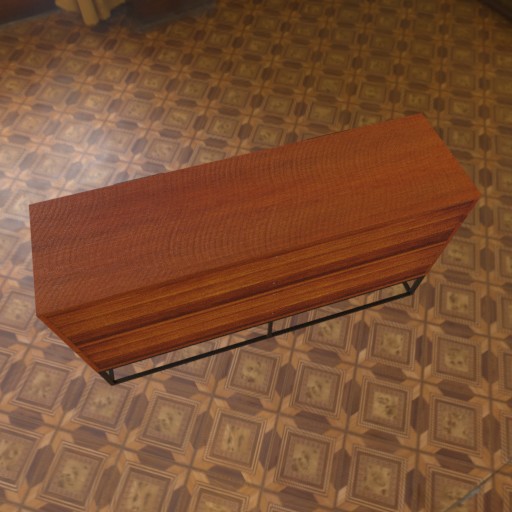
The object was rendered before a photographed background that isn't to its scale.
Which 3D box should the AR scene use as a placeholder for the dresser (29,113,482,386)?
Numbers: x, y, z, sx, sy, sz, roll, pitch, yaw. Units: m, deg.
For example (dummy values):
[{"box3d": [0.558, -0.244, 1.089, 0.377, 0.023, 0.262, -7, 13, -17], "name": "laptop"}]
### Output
[{"box3d": [0.000, 0.000, 1.913, 1.536, 0.810, 0.464, -15, 60, -9], "name": "dresser"}]
